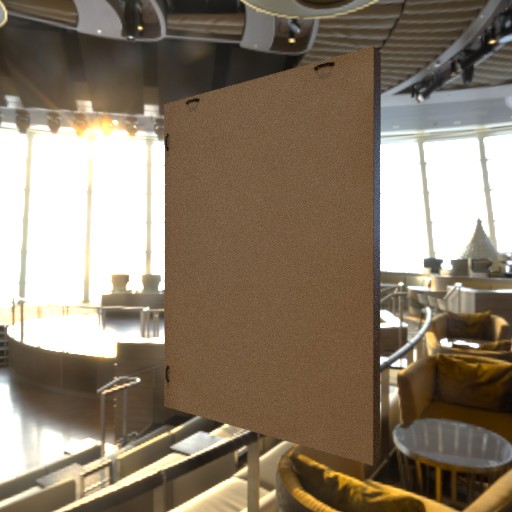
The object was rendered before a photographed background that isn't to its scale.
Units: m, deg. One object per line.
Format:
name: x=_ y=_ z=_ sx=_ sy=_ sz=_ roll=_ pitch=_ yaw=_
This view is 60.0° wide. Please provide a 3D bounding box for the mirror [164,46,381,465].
mirror: x=0.000 y=0.000 z=0.907 sx=0.508 sy=0.711 sz=0.039 roll=0 pitch=0 yaw=35
